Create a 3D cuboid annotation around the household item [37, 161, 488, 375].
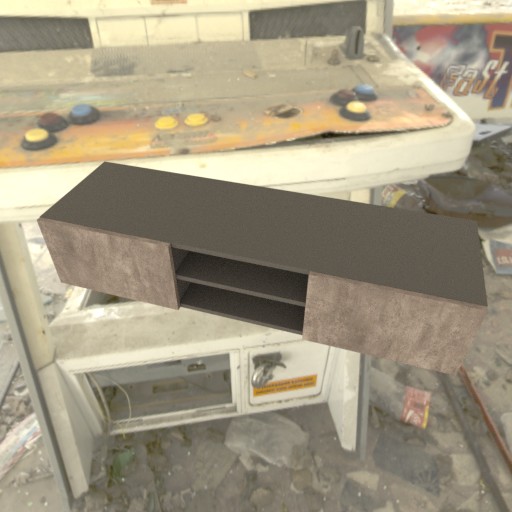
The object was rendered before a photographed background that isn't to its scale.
[{"bbox_3d":[0.000,0.000,1.569,1.400,0.310,0.420,11,41,13],"label":"household item"}]
